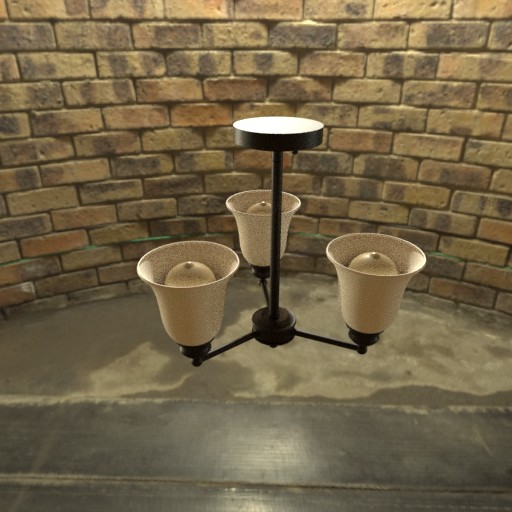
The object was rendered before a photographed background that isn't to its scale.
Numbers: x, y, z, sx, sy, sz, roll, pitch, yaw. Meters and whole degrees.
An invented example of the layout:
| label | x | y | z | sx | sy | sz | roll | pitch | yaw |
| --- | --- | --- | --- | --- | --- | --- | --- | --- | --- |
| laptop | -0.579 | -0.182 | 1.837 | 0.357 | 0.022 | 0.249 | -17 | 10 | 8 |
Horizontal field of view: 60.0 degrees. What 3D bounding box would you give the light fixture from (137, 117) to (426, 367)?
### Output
| label | x | y | z | sx | sy | sz | roll | pitch | yaw |
| --- | --- | --- | --- | --- | --- | --- | --- | --- | --- |
| light fixture | 0.000 | 0.000 | 0.654 | 0.354 | 0.370 | 0.388 | -18 | 32 | -32 |
